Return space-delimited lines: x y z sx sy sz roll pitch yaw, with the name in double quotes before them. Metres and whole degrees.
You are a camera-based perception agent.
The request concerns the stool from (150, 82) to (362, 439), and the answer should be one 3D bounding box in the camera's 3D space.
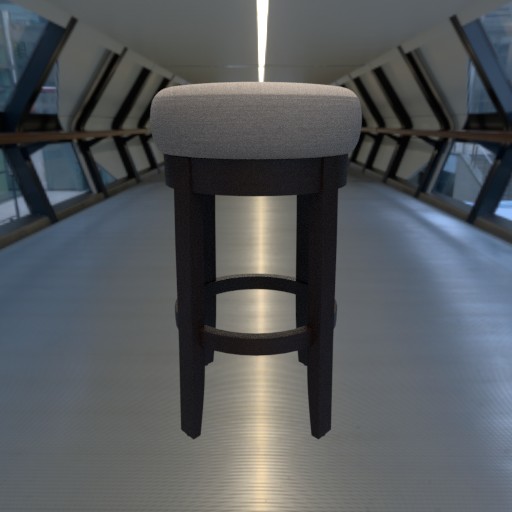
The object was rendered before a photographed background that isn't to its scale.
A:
"stool" 0.000 0.000 1.041 0.443 0.757 0.443 0 17 0
